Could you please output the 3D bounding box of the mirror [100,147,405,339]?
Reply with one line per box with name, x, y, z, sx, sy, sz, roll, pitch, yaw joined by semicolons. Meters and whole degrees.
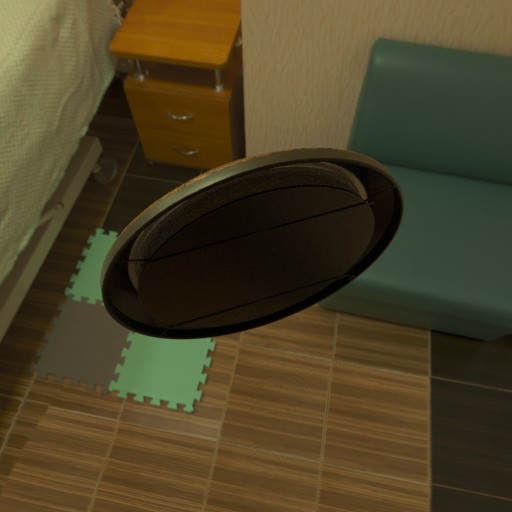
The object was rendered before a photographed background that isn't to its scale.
mirror;0.000;0.000;1.347;0.907;0.907;0.111;-16;61;-9
